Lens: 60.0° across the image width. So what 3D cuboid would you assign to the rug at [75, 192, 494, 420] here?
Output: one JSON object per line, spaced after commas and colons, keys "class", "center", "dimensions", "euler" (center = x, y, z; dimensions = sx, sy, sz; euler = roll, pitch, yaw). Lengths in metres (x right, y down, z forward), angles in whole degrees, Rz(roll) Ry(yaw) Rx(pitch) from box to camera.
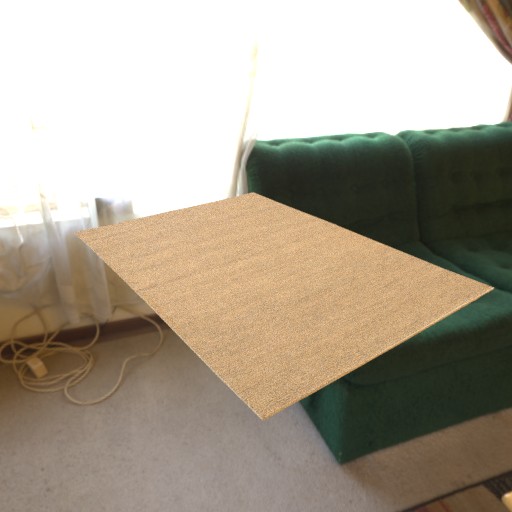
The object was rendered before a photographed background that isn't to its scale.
{"class": "rug", "center": [0.000, 0.000, 2.841], "dimensions": [1.624, 0.030, 2.264], "euler": [-17, 30, -33]}
